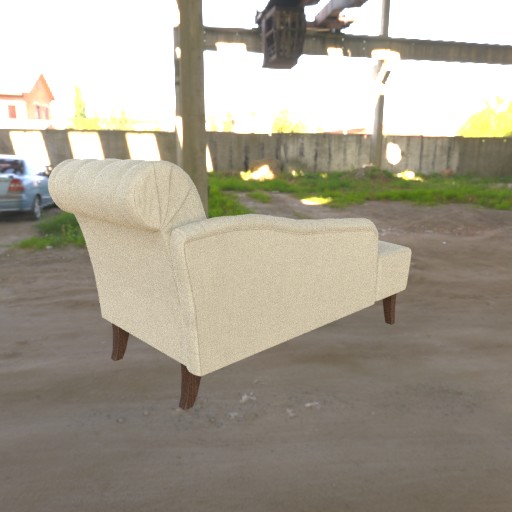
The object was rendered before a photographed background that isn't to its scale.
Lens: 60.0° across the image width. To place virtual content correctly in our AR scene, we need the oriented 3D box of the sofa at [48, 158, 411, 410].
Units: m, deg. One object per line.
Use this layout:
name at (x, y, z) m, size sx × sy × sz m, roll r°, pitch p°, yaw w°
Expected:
sofa at (0.000, 0.000, 1.817) m, size 1.379 × 0.787 × 0.675 m, roll -12°, pitch 18°, yaw -42°
